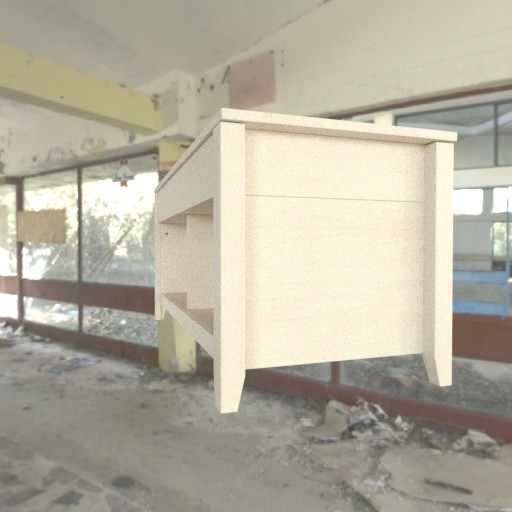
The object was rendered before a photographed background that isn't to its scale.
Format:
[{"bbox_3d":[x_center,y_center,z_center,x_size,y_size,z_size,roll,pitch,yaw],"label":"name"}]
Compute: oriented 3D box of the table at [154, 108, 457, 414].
[{"bbox_3d":[0.000,0.000,1.247,0.457,0.483,1.016,0,1,-19],"label":"table"}]
